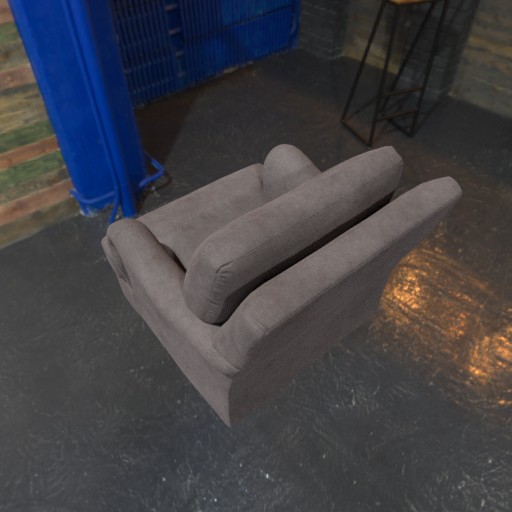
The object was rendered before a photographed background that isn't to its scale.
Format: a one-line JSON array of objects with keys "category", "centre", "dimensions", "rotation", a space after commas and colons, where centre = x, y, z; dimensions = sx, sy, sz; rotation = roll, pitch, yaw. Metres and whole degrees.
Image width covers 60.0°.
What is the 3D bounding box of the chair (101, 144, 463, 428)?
[{"category": "chair", "centre": [0.000, 0.000, 1.823], "dimensions": [0.955, 0.997, 1.070], "rotation": [-31, 53, -27]}]
